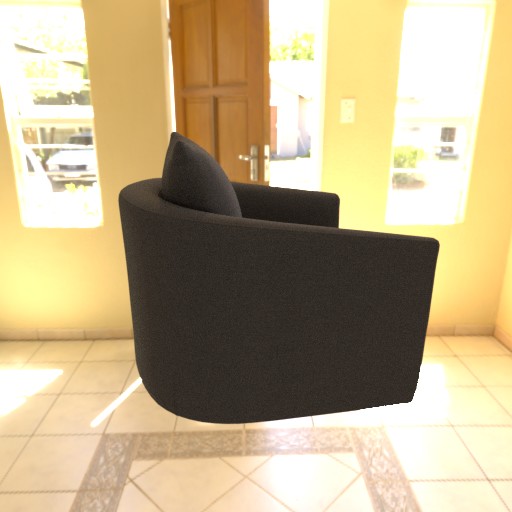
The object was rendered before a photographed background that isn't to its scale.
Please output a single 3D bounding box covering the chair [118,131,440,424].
[{"bbox_3d":[0.000,0.000,1.592,0.910,0.848,0.845,-3,18,-10],"label":"chair"}]
